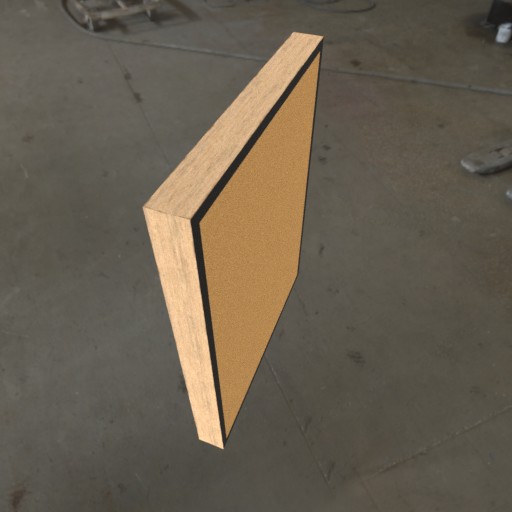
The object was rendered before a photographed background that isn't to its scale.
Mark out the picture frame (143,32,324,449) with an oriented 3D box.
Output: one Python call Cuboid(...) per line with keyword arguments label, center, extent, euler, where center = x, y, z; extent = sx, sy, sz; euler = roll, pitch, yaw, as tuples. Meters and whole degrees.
Cuboid(label="picture frame", center=(0.000, 0.000, 0.703), extent=(0.046, 0.526, 0.421), euler=(16, 49, 14))
